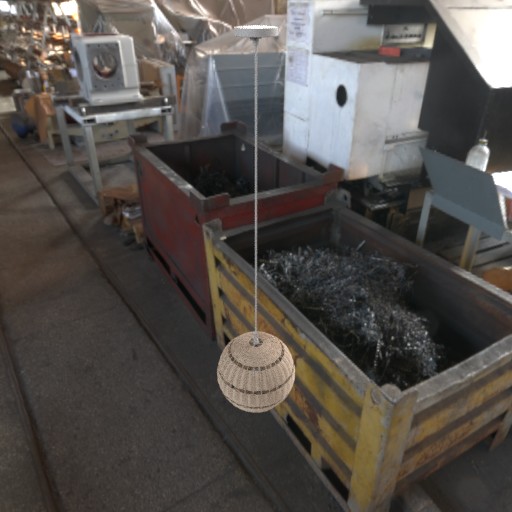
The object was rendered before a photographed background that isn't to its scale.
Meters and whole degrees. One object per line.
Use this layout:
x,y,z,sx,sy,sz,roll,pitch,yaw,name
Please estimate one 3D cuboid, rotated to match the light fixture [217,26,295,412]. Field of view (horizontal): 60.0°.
0.000,0.000,2.197,0.457,2.019,0.457,12,33,19,light fixture
